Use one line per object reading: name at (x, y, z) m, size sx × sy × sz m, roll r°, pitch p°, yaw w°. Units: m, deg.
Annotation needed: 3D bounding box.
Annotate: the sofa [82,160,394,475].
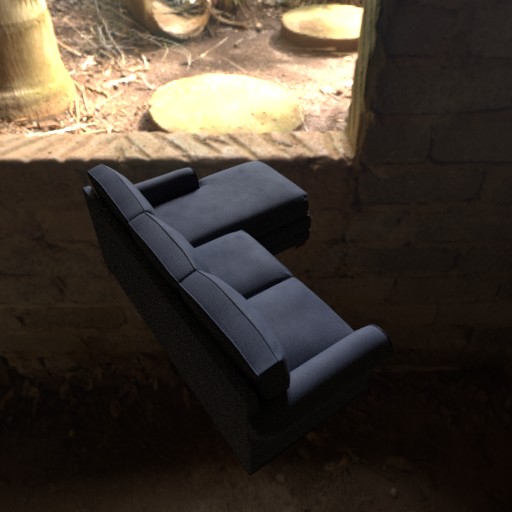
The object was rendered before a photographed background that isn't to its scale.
sofa at (0.000, 0.000, 3.464) m, size 1.780 × 1.063 × 2.567 m, roll -25°, pitch 48°, yaw -26°
